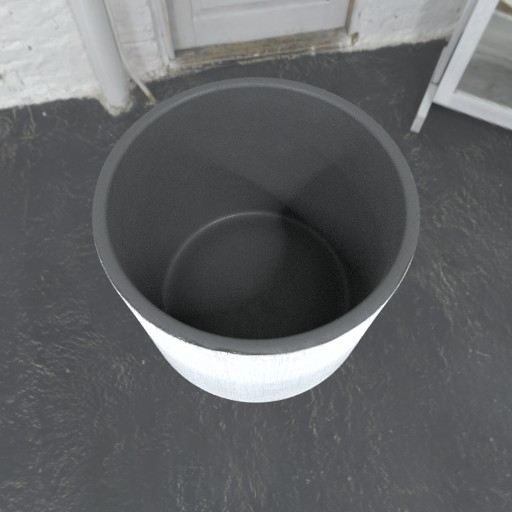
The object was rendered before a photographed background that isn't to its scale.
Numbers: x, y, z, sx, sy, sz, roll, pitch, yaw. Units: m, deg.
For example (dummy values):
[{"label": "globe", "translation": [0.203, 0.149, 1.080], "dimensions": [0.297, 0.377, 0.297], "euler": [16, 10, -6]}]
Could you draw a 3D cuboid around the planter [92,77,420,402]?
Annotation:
[{"label": "planter", "translation": [0.000, 0.000, 0.437], "dimensions": [0.254, 0.221, 0.254], "euler": [0, 64, 0]}]
